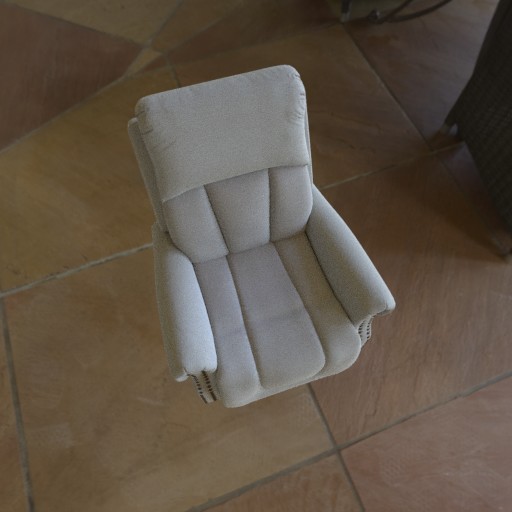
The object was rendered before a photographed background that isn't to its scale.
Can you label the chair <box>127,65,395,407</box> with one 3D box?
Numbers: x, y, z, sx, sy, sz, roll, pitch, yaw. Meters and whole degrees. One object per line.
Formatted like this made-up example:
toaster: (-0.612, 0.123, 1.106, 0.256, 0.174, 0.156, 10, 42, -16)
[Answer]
chair: (0.000, 0.000, 1.784, 0.871, 1.031, 0.979, -16, 65, -8)
